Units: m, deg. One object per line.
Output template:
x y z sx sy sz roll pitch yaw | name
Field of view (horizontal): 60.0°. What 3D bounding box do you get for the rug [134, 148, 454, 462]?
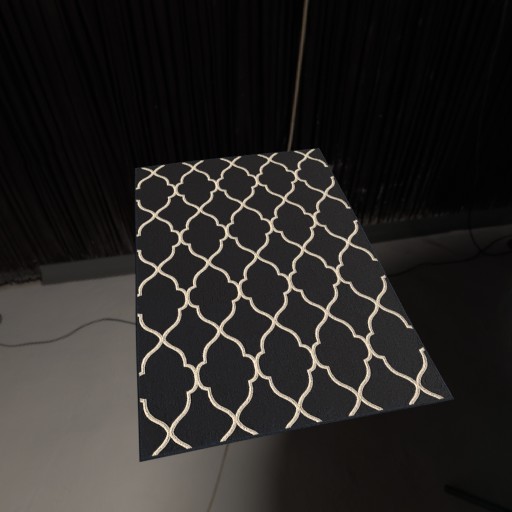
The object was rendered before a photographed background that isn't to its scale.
0.000 0.000 2.848 1.528 0.014 2.294 -8 46 -8 | rug
